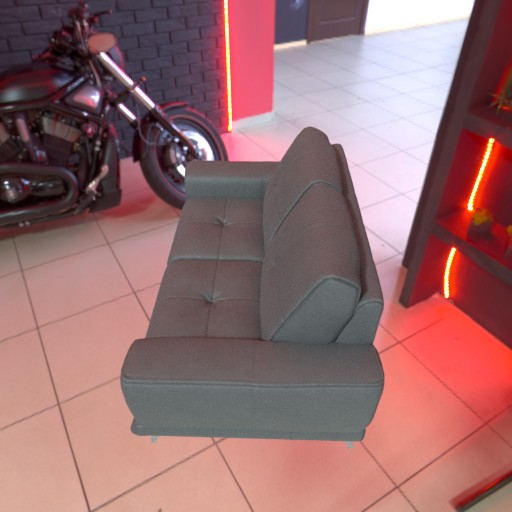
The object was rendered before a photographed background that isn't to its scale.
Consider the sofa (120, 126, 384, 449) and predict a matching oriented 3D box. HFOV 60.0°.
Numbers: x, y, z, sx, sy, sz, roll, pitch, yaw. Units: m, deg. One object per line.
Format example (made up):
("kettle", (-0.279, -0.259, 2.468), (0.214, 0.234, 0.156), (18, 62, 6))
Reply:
("sofa", (0.000, 0.000, 2.370), (1.018, 0.907, 1.806), (1, 39, 1))
